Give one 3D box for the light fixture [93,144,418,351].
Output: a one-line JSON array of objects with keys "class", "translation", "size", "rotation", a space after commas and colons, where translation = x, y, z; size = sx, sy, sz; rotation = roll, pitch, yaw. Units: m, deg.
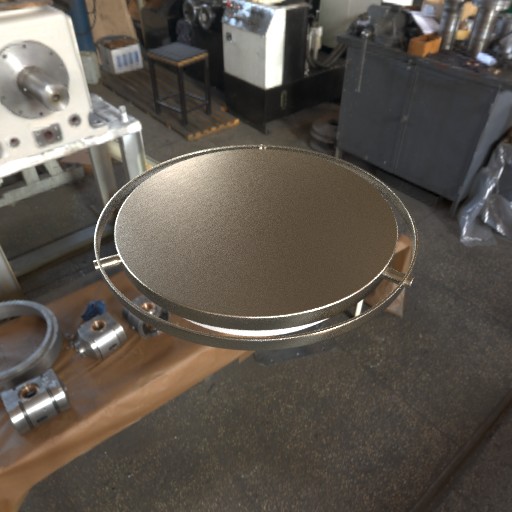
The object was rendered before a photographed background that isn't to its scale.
[{"class": "light fixture", "translation": [0.000, 0.000, 0.551], "size": [0.361, 0.130, 0.361], "rotation": [0, 40, 0]}]
